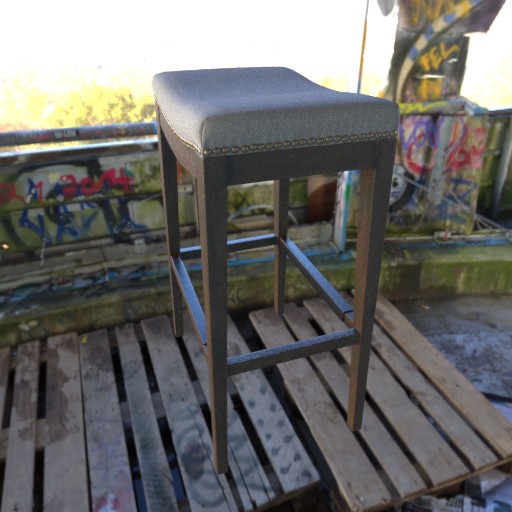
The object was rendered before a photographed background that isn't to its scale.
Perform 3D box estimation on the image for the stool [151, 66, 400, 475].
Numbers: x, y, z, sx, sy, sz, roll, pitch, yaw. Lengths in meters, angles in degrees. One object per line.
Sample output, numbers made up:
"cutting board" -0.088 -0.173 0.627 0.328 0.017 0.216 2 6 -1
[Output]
"stool" 0.000 0.000 1.028 0.356 0.762 0.508 -10 32 -17
